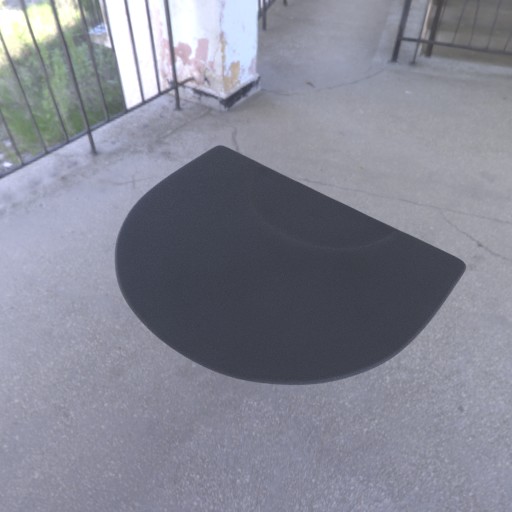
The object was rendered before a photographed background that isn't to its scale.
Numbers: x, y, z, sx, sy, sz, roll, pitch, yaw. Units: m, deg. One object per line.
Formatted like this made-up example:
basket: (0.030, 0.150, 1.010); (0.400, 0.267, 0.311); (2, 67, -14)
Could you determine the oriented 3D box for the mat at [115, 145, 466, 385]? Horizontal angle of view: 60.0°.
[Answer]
mat: (0.000, 0.000, 1.603); (1.220, 0.016, 0.917); (31, 54, 26)
